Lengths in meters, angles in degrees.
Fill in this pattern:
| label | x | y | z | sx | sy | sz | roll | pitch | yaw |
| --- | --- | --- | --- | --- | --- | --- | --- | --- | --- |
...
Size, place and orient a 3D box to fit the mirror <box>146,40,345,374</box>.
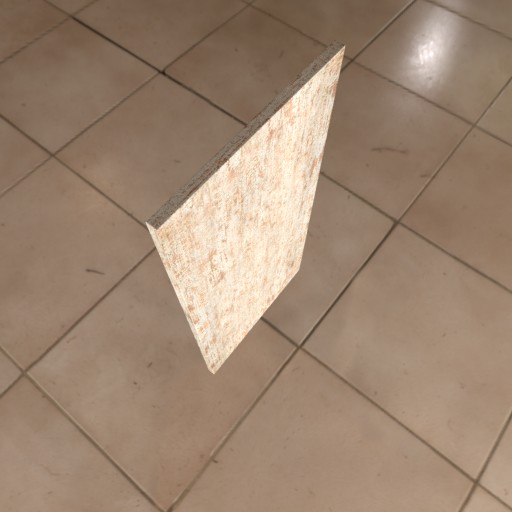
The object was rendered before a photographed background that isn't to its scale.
| label | x | y | z | sx | sy | sz | roll | pitch | yaw |
| --- | --- | --- | --- | --- | --- | --- | --- | --- | --- |
| mirror | 0.000 | 0.000 | 1.102 | 0.027 | 0.922 | 0.472 | 35 | 68 | 16 |
